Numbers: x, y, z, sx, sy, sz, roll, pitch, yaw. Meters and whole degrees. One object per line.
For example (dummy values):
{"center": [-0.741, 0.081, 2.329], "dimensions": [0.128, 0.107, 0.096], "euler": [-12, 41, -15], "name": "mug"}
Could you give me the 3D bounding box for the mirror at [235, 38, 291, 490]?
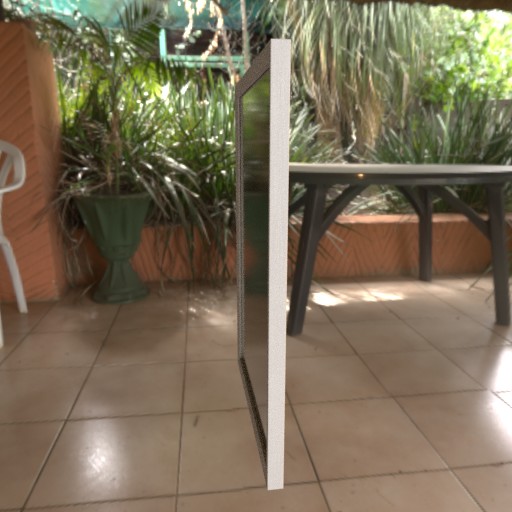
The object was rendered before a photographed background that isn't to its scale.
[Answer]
{"center": [0.000, 0.000, 1.164], "dimensions": [0.040, 0.915, 0.609], "euler": [-2, 14, -8], "name": "mirror"}
